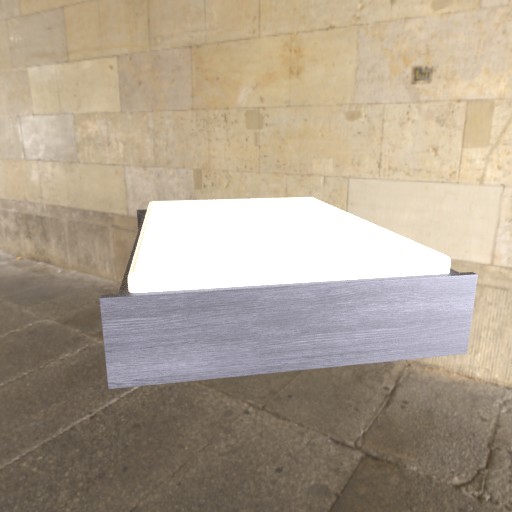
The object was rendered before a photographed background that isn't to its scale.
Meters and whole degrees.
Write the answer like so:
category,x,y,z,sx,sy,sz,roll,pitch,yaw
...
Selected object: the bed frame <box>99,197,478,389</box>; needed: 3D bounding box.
category,x,y,z,sx,sy,sz,roll,pitch,yaw
bed frame,0.000,0.000,2.652,1.490,0.432,1.950,-3,16,-10
